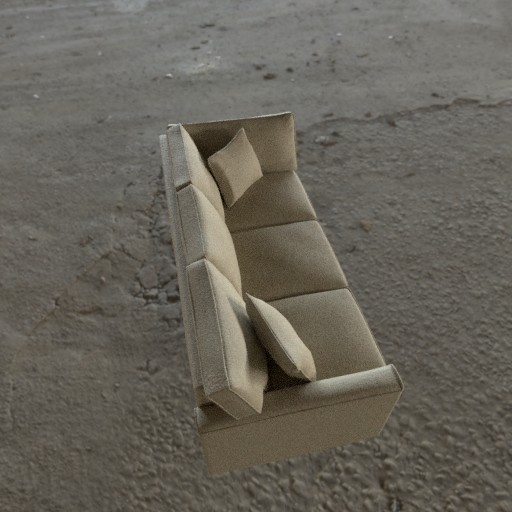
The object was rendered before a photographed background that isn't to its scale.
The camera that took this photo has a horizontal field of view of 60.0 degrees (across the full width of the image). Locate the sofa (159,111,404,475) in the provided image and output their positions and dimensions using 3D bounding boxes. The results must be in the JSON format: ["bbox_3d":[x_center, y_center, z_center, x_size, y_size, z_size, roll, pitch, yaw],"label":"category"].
[{"bbox_3d":[0.000,0.000,2.938,1.061,0.962,2.317,-9,48,-9],"label":"sofa"}]
